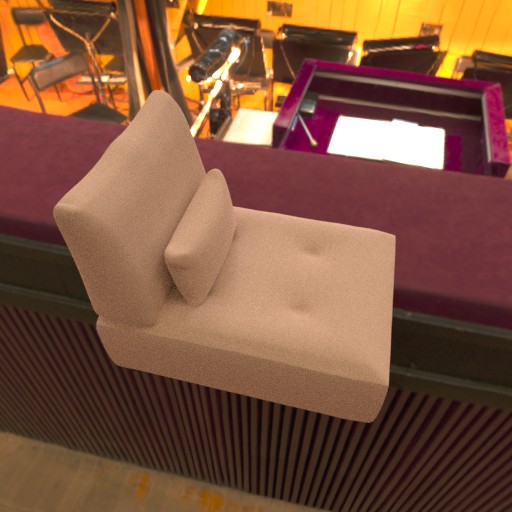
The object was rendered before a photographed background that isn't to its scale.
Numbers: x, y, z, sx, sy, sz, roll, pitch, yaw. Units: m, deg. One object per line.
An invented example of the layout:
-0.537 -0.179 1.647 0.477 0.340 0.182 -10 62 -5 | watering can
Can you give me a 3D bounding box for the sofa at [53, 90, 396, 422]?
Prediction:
0.000 0.000 1.572 1.000 0.820 0.700 10 48 10 | sofa
